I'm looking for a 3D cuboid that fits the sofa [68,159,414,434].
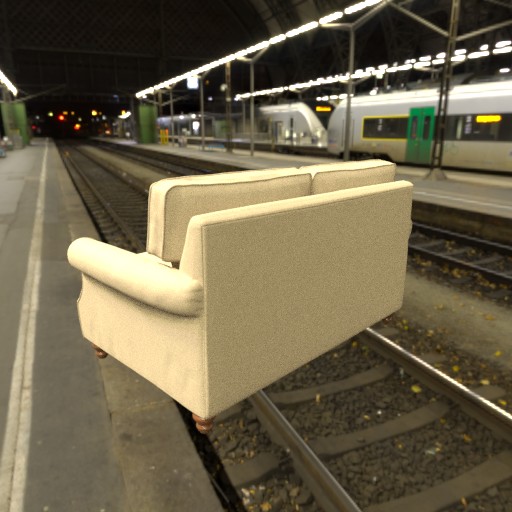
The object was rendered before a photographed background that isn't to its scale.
[{"bbox_3d":[0.000,0.000,2.281,0.964,0.937,1.665,15,22,42],"label":"sofa"}]
